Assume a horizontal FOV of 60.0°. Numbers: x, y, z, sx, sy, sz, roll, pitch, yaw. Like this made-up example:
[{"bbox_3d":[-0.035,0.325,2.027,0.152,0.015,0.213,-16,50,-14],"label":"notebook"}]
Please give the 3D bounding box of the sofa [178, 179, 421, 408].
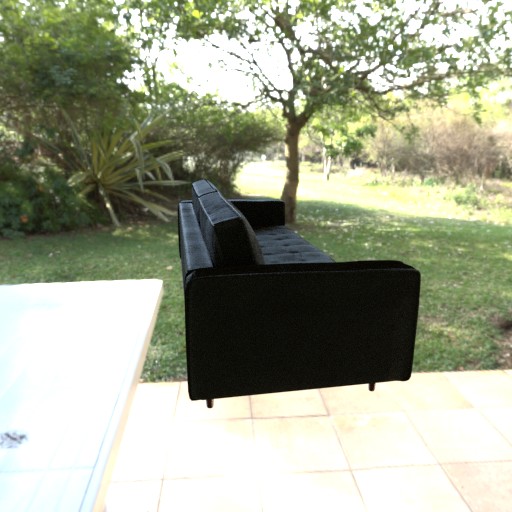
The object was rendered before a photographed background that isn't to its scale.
[{"bbox_3d":[0.000,0.000,2.621,0.886,0.781,2.214,-3,14,-10],"label":"sofa"}]
